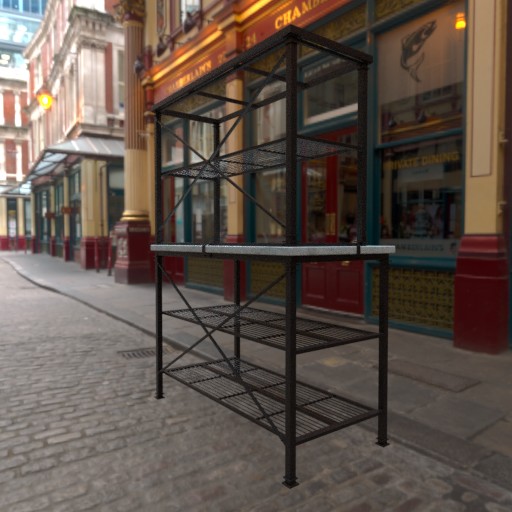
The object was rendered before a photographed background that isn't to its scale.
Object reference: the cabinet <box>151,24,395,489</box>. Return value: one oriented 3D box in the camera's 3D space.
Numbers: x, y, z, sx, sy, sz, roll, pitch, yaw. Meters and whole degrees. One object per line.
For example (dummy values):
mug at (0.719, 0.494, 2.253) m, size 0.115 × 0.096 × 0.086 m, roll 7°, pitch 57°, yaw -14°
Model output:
cabinet at (0.000, 0.000, 2.221) m, size 0.610 × 1.659 × 1.210 m, roll -1°, pitch 2°, yaw -37°
